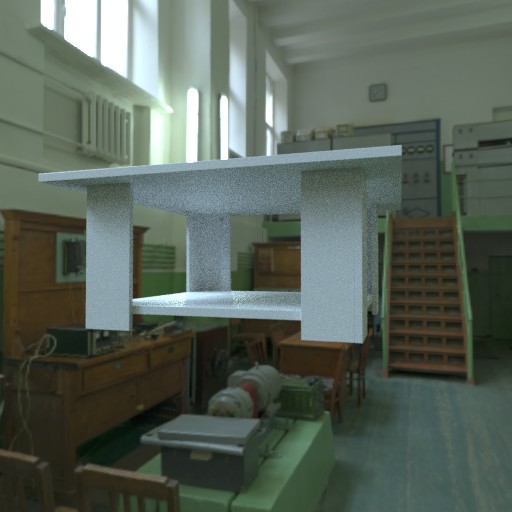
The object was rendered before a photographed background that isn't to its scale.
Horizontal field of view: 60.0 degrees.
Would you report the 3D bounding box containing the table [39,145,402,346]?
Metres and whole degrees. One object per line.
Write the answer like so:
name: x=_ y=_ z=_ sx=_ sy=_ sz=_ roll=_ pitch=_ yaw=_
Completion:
table: x=0.000 y=0.000 z=1.072 sx=0.670 sy=0.305 sz=0.670 roll=0 pitch=-1 yaw=18
